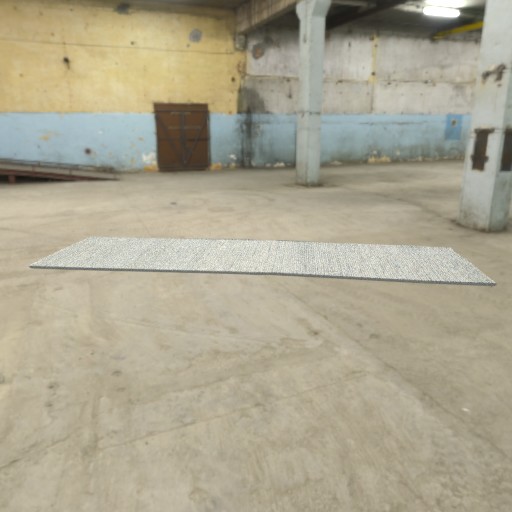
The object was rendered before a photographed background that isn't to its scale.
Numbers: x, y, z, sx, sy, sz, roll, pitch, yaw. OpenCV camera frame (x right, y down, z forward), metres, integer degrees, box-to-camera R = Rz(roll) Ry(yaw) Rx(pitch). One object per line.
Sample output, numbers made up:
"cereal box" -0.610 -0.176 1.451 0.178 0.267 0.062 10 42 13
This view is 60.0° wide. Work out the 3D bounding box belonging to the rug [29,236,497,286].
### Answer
"rug" 0.000 0.000 2.521 2.341 0.037 0.675 2 16 7
